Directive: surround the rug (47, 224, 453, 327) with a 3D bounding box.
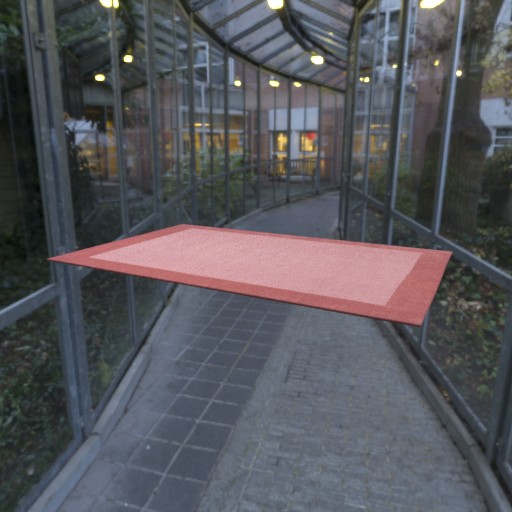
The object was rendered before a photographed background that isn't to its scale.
[{"bbox_3d":[0.000,0.000,3.134,2.438,0.014,1.524,7,16,27],"label":"rug"}]
